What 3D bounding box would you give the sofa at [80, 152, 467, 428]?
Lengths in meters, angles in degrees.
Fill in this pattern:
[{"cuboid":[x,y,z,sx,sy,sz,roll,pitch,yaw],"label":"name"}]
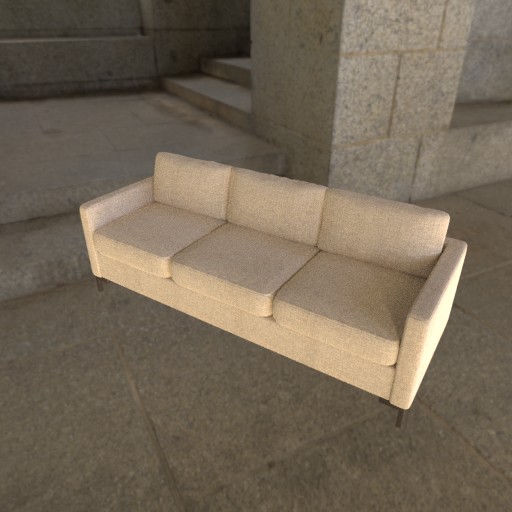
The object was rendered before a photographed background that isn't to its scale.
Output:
[{"cuboid":[0.000,0.000,2.737,2.218,0.874,0.859,18,34,28],"label":"sofa"}]
